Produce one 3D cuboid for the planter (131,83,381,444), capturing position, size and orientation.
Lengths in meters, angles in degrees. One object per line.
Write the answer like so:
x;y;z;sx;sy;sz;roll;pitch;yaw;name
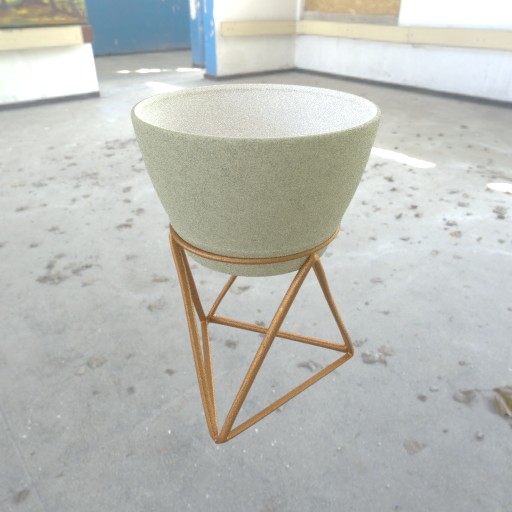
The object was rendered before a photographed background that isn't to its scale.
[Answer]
0.000;0.000;0.764;0.350;0.504;0.350;-23;38;-33;planter
